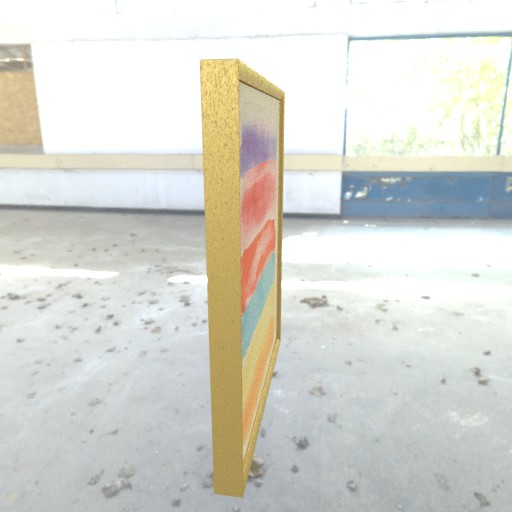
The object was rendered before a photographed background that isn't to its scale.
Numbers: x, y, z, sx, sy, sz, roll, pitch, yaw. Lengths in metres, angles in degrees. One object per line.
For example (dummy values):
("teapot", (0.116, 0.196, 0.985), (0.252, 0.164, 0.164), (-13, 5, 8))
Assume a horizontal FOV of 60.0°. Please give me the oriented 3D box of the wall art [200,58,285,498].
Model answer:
("wall art", (0.000, 0.000, 0.869), (0.048, 0.642, 0.537), (3, 17, 9))
